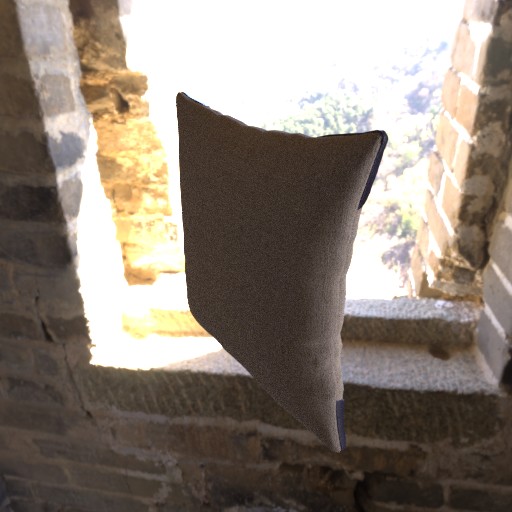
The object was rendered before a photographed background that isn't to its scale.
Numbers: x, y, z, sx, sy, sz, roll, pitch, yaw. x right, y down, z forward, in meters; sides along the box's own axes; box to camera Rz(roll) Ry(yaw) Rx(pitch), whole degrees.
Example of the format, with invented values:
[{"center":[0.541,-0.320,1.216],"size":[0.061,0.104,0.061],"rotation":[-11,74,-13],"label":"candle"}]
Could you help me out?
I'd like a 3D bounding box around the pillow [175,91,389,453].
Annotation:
[{"center":[0.000,0.000,0.676],"size":[0.147,0.441,0.440],"rotation":[-18,31,-32],"label":"pillow"}]
